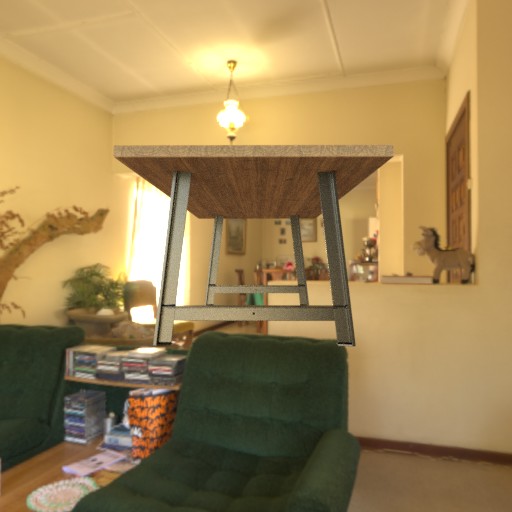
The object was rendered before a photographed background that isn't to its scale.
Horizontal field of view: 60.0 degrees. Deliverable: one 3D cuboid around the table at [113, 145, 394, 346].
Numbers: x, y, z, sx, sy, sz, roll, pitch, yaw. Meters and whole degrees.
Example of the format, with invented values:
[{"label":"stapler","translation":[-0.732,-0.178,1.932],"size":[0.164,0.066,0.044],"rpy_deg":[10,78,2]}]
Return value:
[{"label":"table","translation":[0.000,0.000,2.668],"size":[1.000,0.757,2.200],"rpy_deg":[0,-1,0]}]
